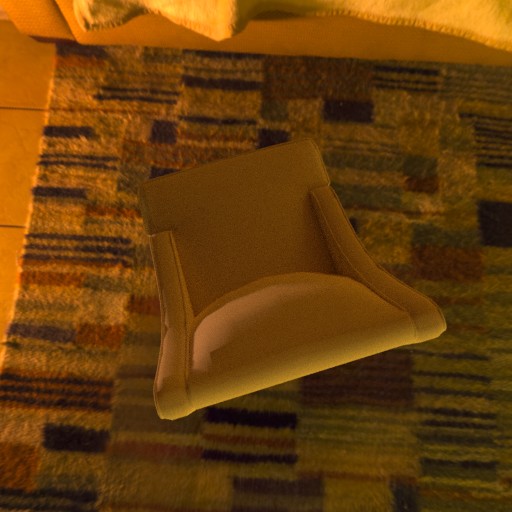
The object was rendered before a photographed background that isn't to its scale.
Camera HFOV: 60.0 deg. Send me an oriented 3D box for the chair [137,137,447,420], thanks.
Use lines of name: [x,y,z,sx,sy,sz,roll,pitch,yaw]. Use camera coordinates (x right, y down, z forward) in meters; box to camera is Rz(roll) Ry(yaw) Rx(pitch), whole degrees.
chair: [0.000,0.000,1.480,0.689,0.886,0.806,-16,76,-4]
